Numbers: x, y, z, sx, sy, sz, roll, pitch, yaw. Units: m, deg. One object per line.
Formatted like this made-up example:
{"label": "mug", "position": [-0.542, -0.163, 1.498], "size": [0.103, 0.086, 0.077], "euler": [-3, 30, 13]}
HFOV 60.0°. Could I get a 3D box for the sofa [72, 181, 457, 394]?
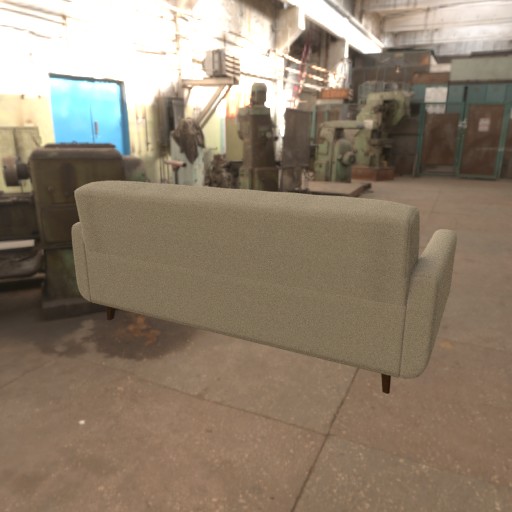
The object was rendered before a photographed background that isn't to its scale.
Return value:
{"label": "sofa", "position": [0.000, 0.000, 2.676], "size": [2.137, 0.892, 0.980], "euler": [8, 18, 26]}
